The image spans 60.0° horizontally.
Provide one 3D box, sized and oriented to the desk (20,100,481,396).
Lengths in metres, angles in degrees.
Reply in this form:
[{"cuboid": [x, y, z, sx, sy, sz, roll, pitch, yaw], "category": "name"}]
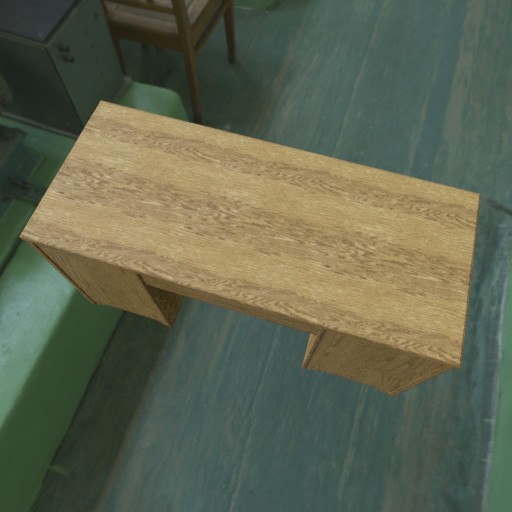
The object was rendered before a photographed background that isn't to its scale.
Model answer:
[{"cuboid": [0.000, 0.000, 1.969, 1.567, 0.751, 0.685, 16, 66, 7], "category": "desk"}]
